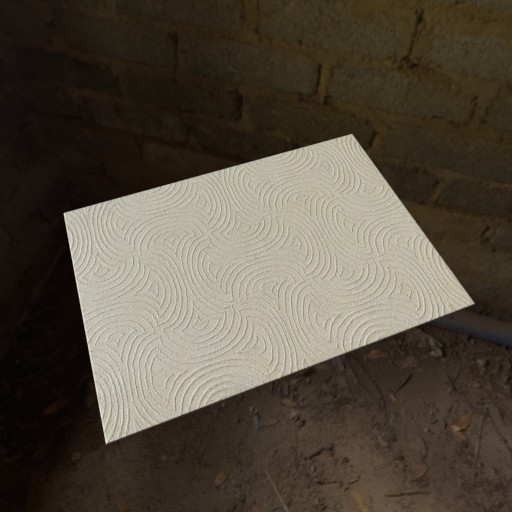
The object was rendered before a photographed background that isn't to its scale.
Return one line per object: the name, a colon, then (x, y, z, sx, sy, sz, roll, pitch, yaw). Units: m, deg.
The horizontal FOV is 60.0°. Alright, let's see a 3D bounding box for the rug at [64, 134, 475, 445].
rug: (0.000, 0.000, 2.743, 2.132, 0.015, 1.526, -18, 59, -11)
